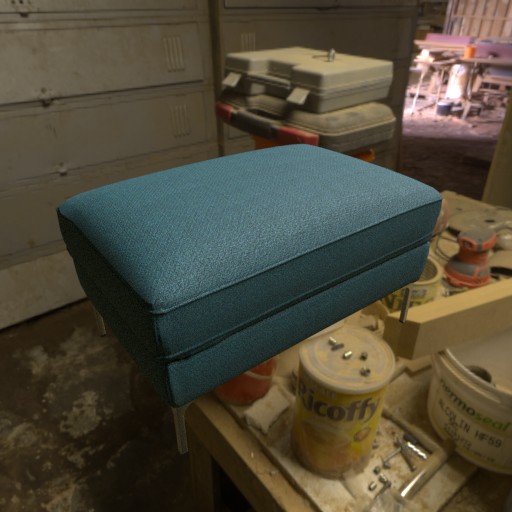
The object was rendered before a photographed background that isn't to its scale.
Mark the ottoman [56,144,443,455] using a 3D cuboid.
[{"bbox_3d":[0.000,0.000,1.207,0.856,0.498,0.563,-21,36,-31],"label":"ottoman"}]
